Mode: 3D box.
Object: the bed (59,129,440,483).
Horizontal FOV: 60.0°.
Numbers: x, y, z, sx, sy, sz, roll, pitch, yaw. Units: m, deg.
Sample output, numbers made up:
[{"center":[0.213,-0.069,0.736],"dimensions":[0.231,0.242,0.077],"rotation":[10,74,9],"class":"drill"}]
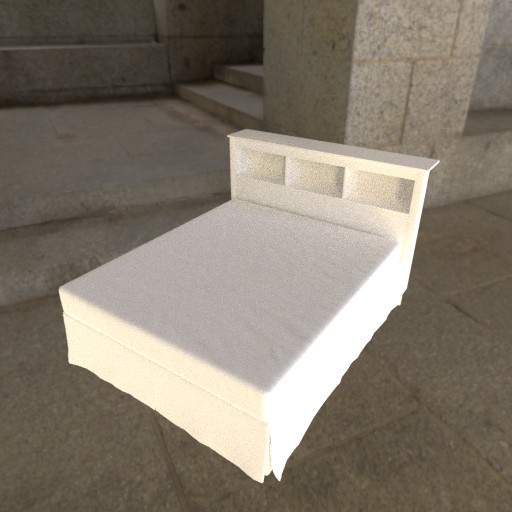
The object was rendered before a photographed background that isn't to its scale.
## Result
[{"center":[0.000,0.000,3.025],"dimensions":[1.671,1.092,2.133],"rotation":[18,34,30],"class":"bed"}]
